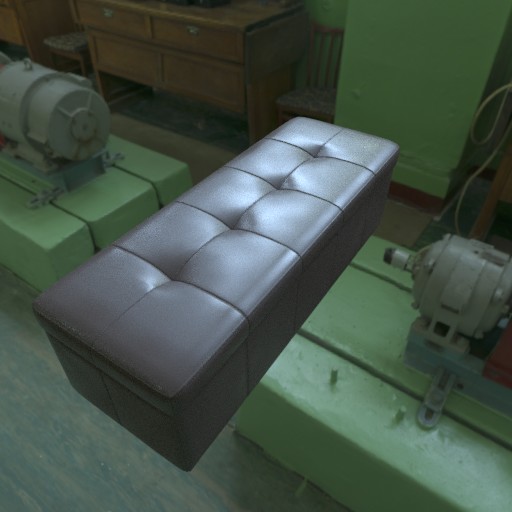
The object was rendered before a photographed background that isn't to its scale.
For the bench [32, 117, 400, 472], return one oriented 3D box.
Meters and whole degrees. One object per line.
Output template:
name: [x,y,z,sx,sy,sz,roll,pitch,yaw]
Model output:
bench: [0.000,0.000,1.407,0.450,0.417,1.219,24,47,25]
